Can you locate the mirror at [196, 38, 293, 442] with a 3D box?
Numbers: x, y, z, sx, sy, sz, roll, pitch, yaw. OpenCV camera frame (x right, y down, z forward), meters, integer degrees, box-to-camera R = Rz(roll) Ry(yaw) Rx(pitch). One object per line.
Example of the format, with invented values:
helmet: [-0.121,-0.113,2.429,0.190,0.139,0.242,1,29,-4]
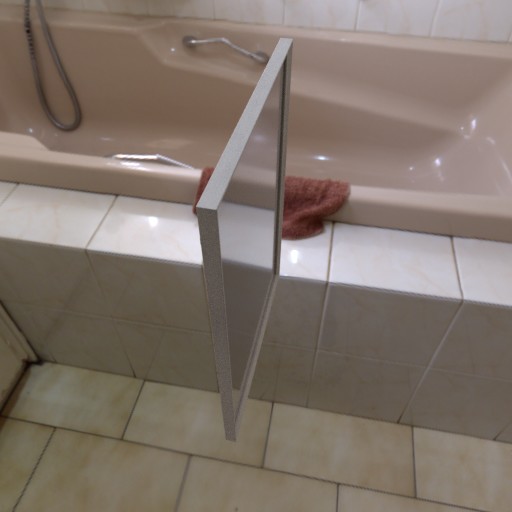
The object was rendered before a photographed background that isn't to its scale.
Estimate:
mirror: [0.000,0.000,1.372,0.041,1.016,0.762,10,47,9]
